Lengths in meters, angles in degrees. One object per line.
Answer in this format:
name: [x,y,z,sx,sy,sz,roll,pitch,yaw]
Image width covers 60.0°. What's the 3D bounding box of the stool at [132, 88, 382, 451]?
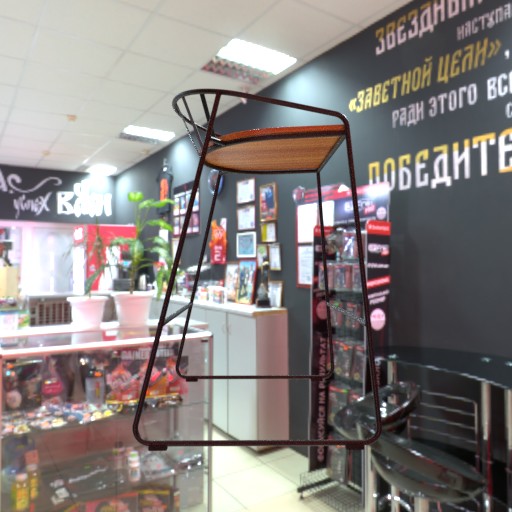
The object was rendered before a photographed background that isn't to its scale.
stool: [0.000,0.000,1.194,0.521,0.812,0.546,0,-1,-1]
